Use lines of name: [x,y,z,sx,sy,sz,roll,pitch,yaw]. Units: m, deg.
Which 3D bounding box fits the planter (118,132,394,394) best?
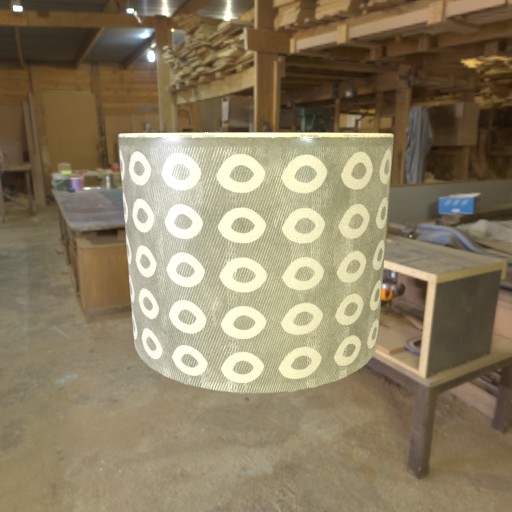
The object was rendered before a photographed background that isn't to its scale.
planter: [0.000,0.000,0.450,0.250,0.239,0.250,0,15,0]
